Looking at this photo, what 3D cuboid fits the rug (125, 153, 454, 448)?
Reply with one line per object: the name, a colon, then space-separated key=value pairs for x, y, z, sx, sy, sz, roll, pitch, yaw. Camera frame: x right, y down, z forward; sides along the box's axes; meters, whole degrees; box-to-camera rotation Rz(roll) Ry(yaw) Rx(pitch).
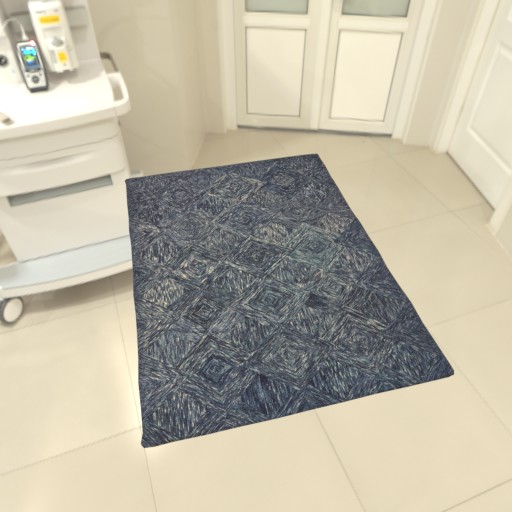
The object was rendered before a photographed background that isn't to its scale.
rug: x=0.000 y=0.000 z=4.293 sx=2.385 sy=0.024 sz=3.245 roll=-10 pitch=45 yaw=-10
